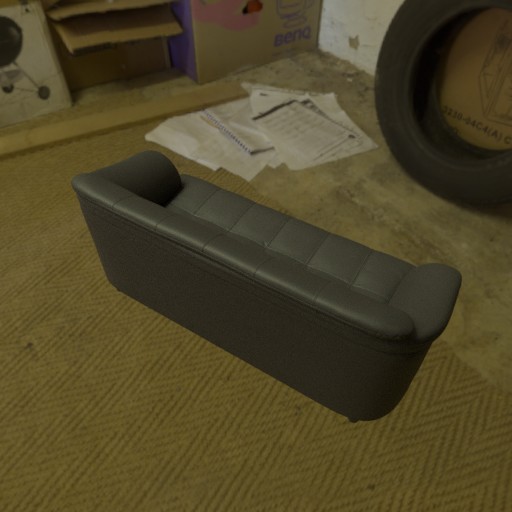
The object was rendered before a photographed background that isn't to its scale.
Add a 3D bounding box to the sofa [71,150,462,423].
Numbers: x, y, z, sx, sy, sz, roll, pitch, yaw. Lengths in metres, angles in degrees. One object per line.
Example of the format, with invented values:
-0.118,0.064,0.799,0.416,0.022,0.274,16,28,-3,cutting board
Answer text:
0.000,0.000,2.217,1.829,0.811,0.800,24,52,21,sofa
